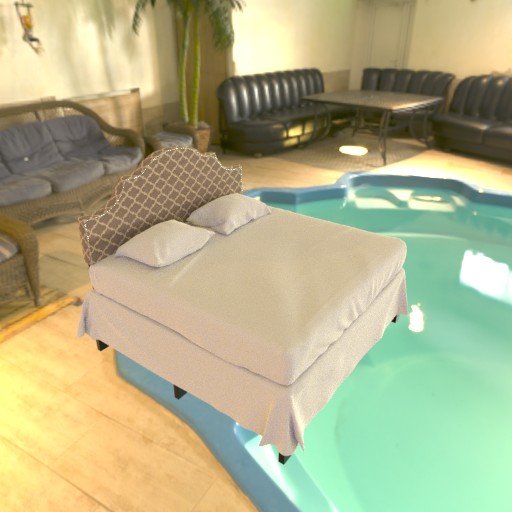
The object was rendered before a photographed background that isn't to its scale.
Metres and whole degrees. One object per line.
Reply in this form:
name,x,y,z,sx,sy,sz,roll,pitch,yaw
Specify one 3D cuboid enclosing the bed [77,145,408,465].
bed,0.000,0.000,3.789,2.222,1.601,2.314,18,32,32
